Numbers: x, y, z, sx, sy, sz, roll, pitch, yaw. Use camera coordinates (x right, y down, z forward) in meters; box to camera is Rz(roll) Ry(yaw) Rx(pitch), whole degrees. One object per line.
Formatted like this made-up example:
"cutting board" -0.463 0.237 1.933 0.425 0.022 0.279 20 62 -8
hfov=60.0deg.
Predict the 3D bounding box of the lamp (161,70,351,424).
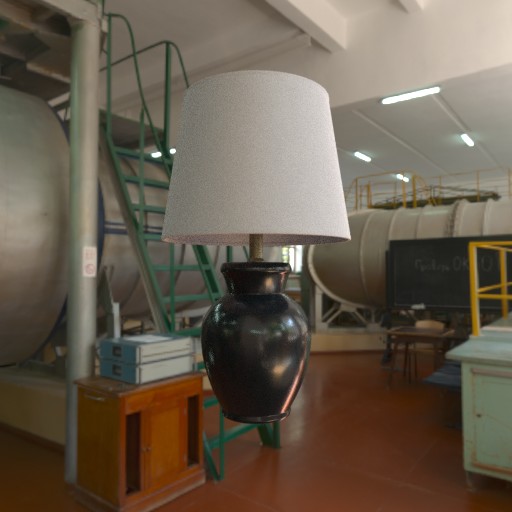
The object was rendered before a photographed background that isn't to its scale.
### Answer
"lamp" 0.000 0.000 0.571 0.239 0.399 0.239 0 -2 0
